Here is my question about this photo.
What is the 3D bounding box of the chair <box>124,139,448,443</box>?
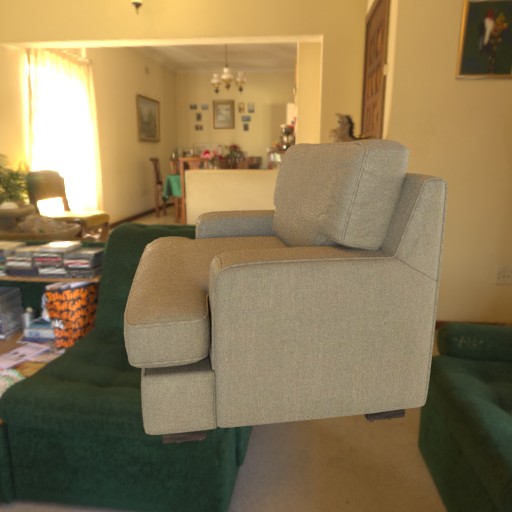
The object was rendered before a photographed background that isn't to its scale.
[{"bbox_3d":[0.000,0.000,1.945,1.043,0.974,1.270,-2,14,-10],"label":"chair"}]
